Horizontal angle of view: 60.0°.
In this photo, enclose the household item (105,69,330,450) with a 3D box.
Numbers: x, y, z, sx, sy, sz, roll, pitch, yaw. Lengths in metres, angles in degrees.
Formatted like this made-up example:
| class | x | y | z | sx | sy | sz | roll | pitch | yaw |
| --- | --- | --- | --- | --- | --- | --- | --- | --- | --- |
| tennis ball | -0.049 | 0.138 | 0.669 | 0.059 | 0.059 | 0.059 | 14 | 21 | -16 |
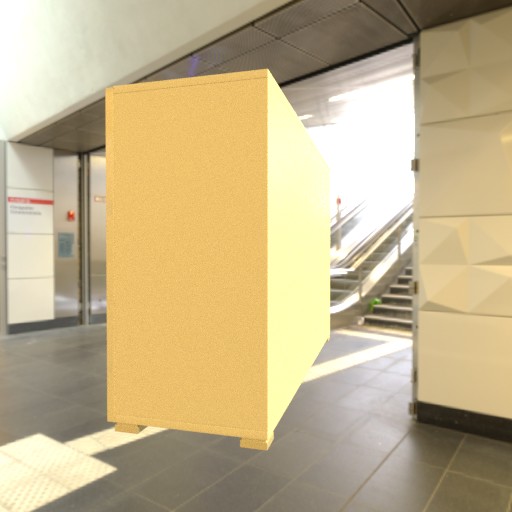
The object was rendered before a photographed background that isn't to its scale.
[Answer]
| class | x | y | z | sx | sy | sz | roll | pitch | yaw |
| --- | --- | --- | --- | --- | --- | --- | --- | --- | --- |
| household item | 0.000 | 0.000 | 1.688 | 0.420 | 0.867 | 1.300 | 0 | 1 | 16 |
